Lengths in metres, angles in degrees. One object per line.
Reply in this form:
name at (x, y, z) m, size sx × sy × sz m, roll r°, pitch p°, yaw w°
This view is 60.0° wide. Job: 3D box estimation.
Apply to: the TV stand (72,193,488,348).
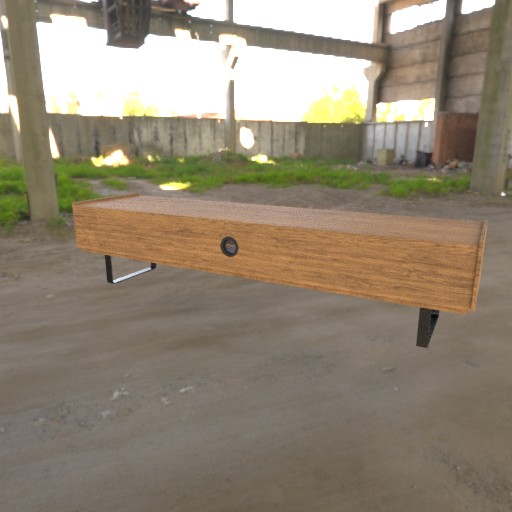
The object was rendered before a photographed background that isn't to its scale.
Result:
TV stand at (0.000, 0.000, 1.986) m, size 1.796 × 0.415 × 0.467 m, roll 8°, pitch 17°, yaw 27°
